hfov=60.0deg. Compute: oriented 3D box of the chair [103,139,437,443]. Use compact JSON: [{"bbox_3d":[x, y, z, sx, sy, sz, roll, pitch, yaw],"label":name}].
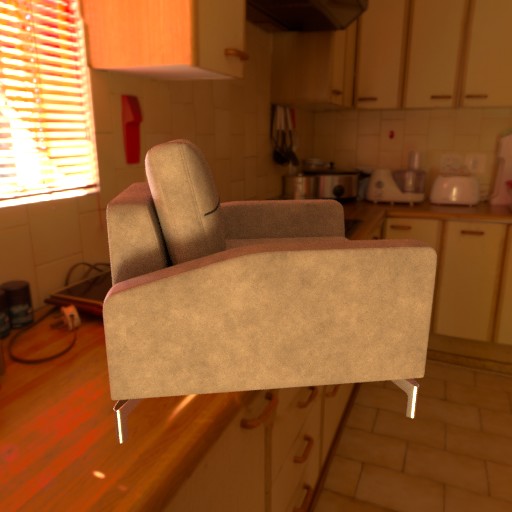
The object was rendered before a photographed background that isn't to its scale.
[{"bbox_3d":[0.000,0.000,1.579,0.900,0.800,0.900,-2,16,-7],"label":"chair"}]
